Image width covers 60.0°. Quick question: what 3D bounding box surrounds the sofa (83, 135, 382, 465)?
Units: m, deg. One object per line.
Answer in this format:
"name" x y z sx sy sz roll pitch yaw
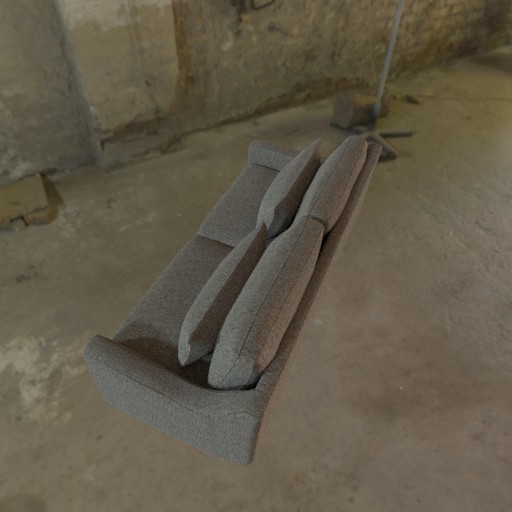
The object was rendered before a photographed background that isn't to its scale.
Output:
"sofa" 0.000 0.000 3.082 1.103 0.998 2.418 18 49 16
